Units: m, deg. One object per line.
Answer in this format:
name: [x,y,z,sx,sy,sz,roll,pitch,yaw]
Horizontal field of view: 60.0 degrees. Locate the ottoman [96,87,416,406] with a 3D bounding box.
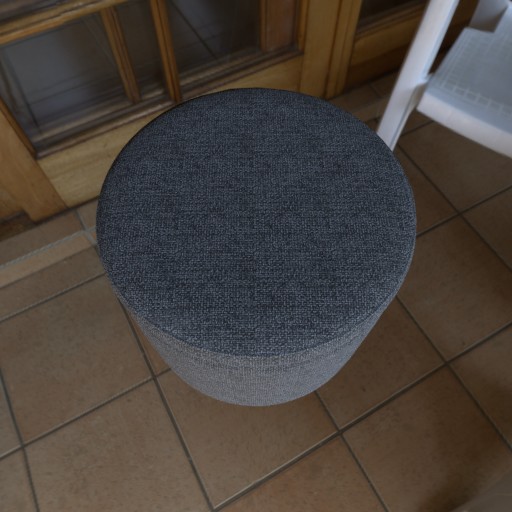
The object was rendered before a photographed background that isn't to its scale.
ottoman: [0.000,0.000,0.883,0.520,0.430,0.520,0,63,0]
